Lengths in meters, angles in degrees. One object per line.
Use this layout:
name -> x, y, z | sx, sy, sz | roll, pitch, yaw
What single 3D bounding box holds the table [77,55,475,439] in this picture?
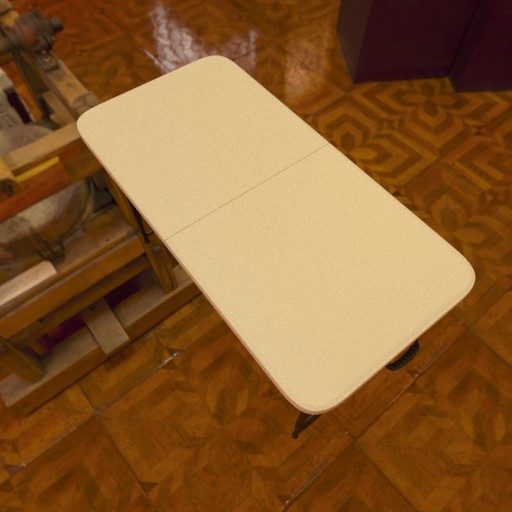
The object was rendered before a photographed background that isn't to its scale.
table -> 0.000, 0.000, 1.615 | 0.611, 0.737, 1.245 | -33, 64, -19
